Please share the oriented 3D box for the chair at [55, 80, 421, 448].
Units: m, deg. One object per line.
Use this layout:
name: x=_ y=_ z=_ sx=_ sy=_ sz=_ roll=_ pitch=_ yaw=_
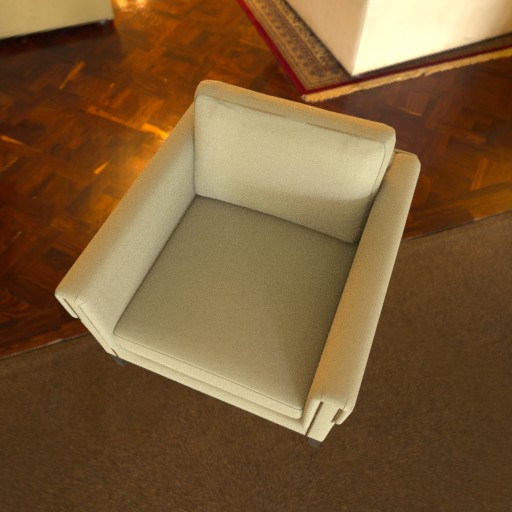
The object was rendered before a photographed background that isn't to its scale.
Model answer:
chair: x=0.000 y=0.000 z=1.632 sx=0.914 sy=0.838 sz=0.959 roll=19 pitch=59 yaw=12
